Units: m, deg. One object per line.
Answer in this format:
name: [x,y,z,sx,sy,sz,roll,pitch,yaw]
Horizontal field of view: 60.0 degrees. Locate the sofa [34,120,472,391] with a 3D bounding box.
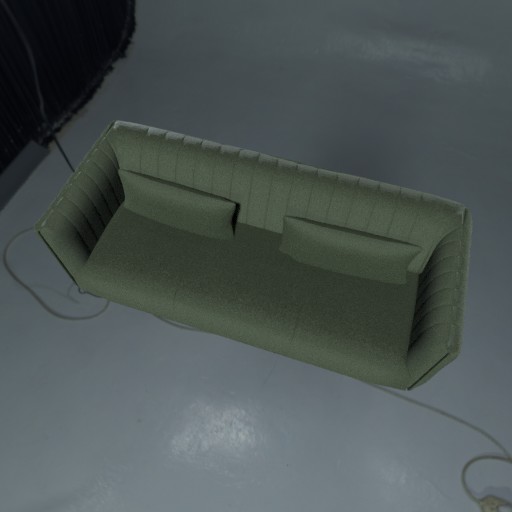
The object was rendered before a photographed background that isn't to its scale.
sofa: [0.000,0.000,2.532,2.137,0.793,0.896,16,60,9]
